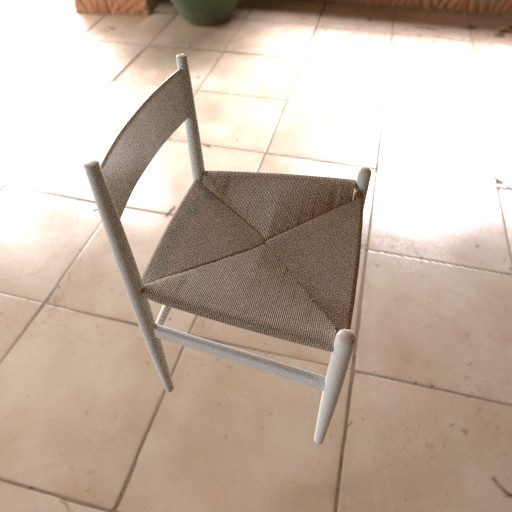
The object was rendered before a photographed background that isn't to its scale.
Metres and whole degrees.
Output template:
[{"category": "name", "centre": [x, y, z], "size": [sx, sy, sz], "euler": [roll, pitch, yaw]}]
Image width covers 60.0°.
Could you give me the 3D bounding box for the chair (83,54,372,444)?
[{"category": "chair", "centre": [0.000, 0.000, 1.091], "size": [0.495, 0.762, 0.556], "euler": [10, 47, 9]}]
